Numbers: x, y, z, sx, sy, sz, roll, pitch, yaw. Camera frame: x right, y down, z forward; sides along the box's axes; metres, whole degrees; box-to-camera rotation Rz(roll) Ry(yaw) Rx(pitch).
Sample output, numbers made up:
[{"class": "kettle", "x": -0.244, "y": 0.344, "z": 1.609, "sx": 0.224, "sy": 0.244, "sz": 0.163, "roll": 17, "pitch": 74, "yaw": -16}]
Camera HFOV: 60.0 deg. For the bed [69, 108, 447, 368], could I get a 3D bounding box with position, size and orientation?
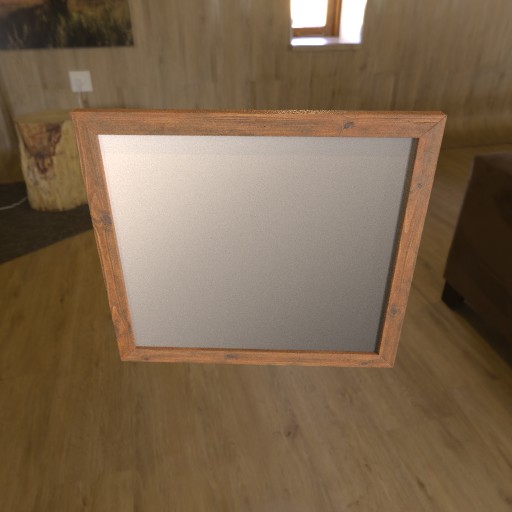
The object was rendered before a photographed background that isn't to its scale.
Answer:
[{"class": "bed", "x": 0.000, "y": 0.000, "z": 1.484, "sx": 1.046, "sy": 0.942, "sz": 0.046, "roll": 1, "pitch": 30, "yaw": 2}]
